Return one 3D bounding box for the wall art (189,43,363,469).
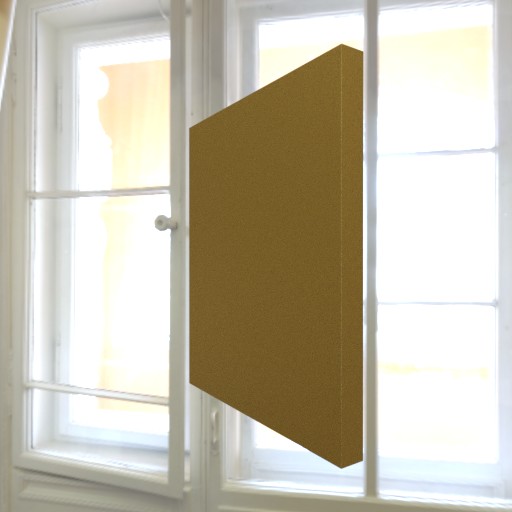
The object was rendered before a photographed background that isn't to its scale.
[{"bbox_3d":[0.000,0.000,0.904,0.048,0.642,0.537,0,0,-34],"label":"wall art"}]
